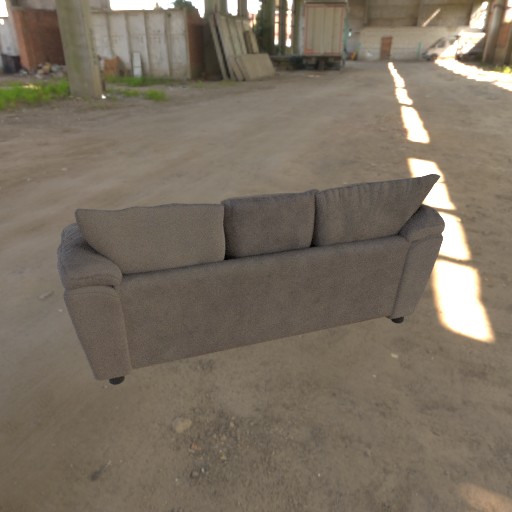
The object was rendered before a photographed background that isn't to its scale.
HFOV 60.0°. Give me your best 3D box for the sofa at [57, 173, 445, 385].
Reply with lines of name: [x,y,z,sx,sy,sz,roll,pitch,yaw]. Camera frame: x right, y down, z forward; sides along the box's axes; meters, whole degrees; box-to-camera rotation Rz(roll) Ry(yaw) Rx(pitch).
sofa: [0.000,0.000,2.892,2.336,1.073,0.878,-8,27,-17]
